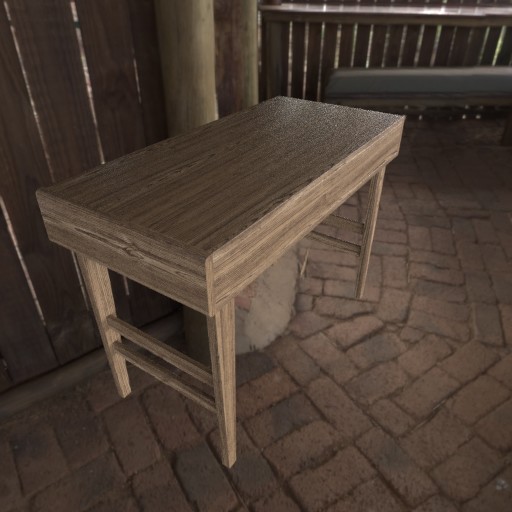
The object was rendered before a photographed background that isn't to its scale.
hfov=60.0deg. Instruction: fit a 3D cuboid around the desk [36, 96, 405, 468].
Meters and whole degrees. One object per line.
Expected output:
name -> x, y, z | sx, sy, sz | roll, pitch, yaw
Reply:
desk -> 0.000, 0.000, 1.472 | 0.508, 0.755, 1.067 | 20, 38, 28
